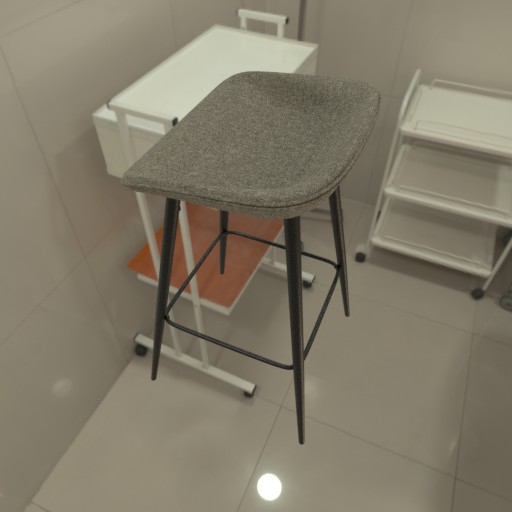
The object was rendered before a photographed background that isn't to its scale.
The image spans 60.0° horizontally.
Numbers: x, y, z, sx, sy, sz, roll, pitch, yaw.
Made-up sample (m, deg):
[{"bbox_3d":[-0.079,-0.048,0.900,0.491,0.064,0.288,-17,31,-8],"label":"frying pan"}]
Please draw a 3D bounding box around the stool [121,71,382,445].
[{"bbox_3d":[0.000,0.000,1.098,0.480,0.814,0.469,18,49,16],"label":"stool"}]
